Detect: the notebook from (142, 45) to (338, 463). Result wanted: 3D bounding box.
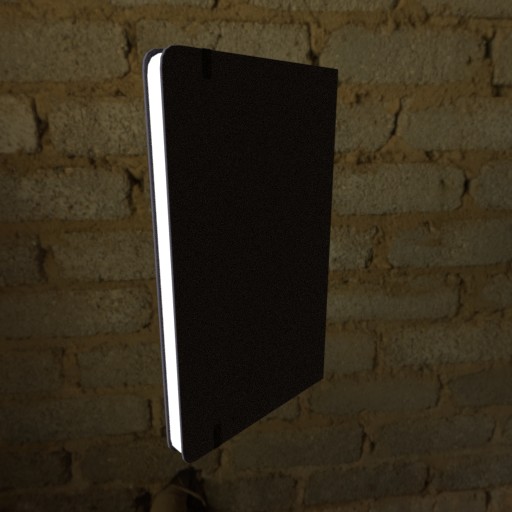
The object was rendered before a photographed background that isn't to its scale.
[{"bbox_3d":[0.000,0.000,0.260,0.016,0.213,0.127,16,22,42],"label":"notebook"}]
